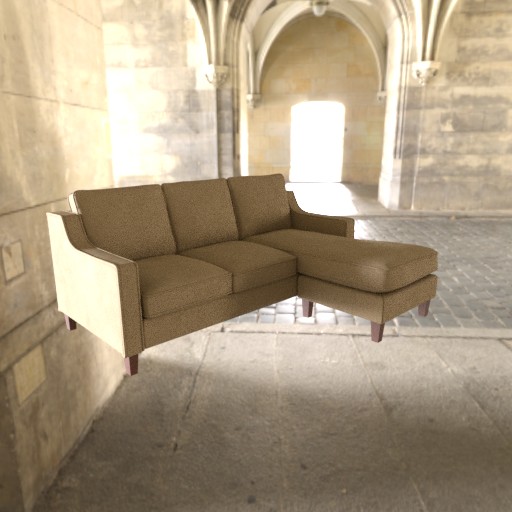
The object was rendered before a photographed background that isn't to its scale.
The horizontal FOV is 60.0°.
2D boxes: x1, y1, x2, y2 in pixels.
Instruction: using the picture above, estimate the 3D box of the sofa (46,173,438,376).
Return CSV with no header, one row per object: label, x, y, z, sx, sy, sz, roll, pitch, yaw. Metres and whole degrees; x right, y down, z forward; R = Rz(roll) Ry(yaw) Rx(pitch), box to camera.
sofa,0.000,0.000,3.318,2.317,1.066,1.858,-13,20,-42
